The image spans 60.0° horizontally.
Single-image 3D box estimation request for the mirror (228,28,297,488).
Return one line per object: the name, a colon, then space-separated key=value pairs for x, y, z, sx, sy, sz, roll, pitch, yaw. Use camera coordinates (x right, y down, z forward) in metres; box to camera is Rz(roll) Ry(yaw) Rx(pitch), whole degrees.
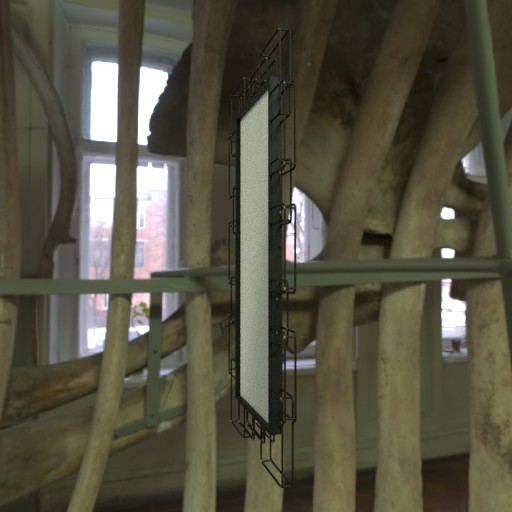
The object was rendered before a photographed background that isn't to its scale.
mirror: x=0.000 y=0.000 z=1.385 sx=0.037 sy=1.192 sz=0.565 roll=0 pitch=-1 yaw=-18
